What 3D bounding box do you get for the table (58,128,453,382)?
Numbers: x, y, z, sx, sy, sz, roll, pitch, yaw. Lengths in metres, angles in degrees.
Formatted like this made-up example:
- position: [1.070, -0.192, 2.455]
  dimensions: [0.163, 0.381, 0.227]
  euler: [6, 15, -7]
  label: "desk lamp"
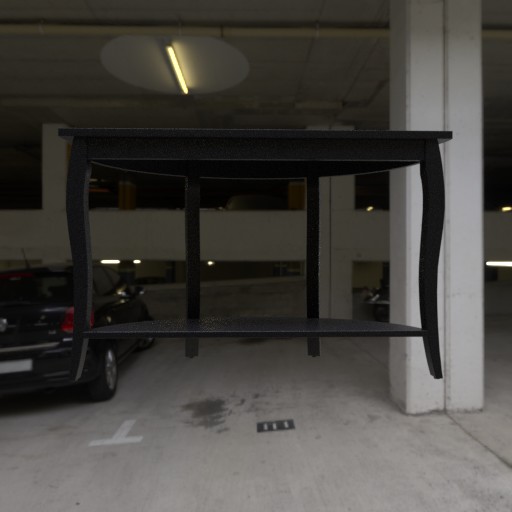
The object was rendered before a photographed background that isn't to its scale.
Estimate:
- position: [0.000, 0.000, 1.564]
  dimensions: [1.219, 0.780, 0.394]
  euler: [0, 0, -1]
  label: "table"
